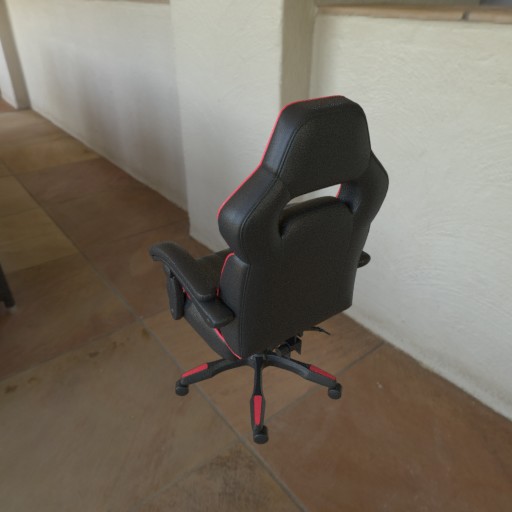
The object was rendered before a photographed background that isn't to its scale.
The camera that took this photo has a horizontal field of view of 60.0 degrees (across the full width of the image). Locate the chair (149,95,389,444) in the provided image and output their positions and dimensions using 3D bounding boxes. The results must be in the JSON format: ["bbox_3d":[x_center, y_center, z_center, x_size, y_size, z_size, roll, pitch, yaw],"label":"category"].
[{"bbox_3d":[0.000,0.000,1.655,0.700,1.220,0.700,-20,36,-29],"label":"chair"}]
